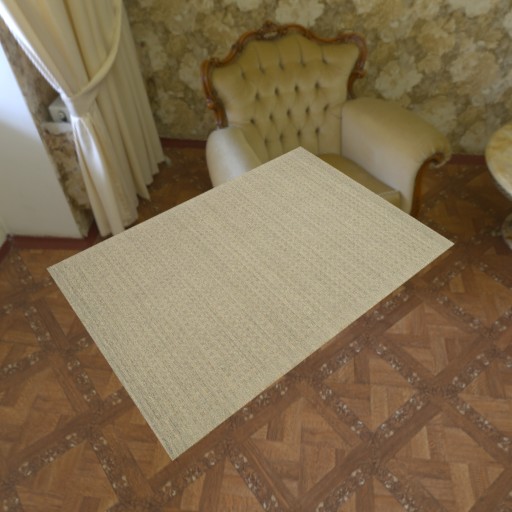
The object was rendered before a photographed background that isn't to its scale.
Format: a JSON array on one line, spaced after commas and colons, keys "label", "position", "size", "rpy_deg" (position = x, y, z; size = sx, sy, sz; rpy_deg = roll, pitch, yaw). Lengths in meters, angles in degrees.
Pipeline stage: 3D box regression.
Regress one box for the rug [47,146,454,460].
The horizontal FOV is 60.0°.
[{"label": "rug", "position": [0.000, 0.000, 3.803], "size": [2.895, 0.006, 1.981], "rpy_deg": [-31, 54, -26]}]
